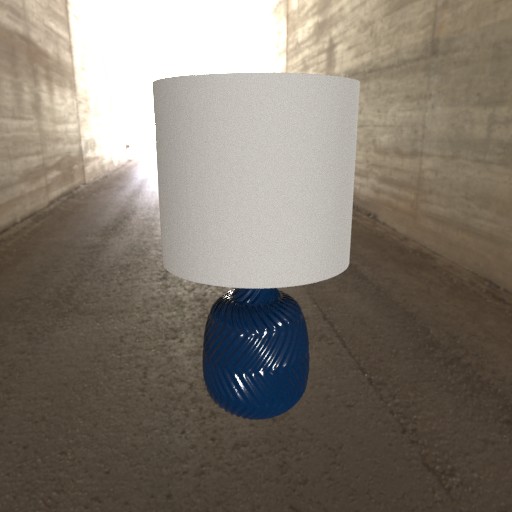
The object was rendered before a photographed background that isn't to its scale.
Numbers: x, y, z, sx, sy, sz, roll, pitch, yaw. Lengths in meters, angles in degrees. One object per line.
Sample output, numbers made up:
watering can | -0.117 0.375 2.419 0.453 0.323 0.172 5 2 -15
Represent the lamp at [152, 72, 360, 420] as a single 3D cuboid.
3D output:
lamp | 0.000 0.000 0.492 0.203 0.368 0.203 -15 22 -42
